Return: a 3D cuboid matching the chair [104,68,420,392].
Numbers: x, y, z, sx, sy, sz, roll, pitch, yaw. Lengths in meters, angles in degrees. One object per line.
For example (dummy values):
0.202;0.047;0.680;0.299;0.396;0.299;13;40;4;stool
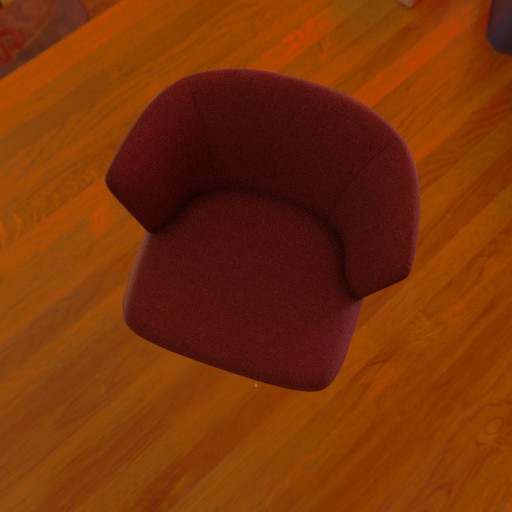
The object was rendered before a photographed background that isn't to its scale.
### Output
0.000;0.000;1.277;0.700;0.760;0.660;17;74;5;chair
